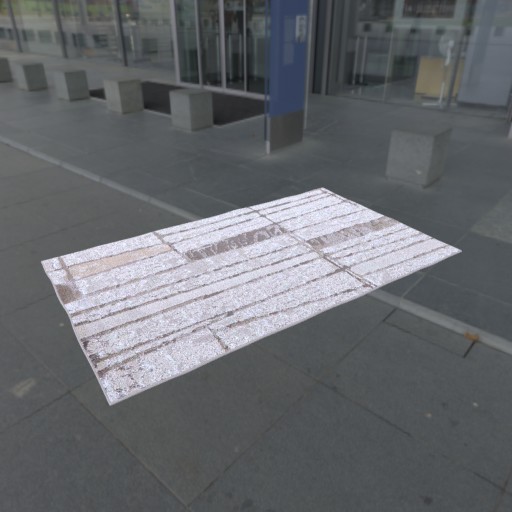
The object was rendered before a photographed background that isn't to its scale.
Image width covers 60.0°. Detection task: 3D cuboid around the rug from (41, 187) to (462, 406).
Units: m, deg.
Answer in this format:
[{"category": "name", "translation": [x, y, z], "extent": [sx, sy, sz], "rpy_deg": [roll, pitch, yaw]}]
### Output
[{"category": "rug", "translation": [0.000, 0.000, 1.056], "extent": [0.867, 0.007, 0.515], "rpy_deg": [-18, 34, -29]}]
